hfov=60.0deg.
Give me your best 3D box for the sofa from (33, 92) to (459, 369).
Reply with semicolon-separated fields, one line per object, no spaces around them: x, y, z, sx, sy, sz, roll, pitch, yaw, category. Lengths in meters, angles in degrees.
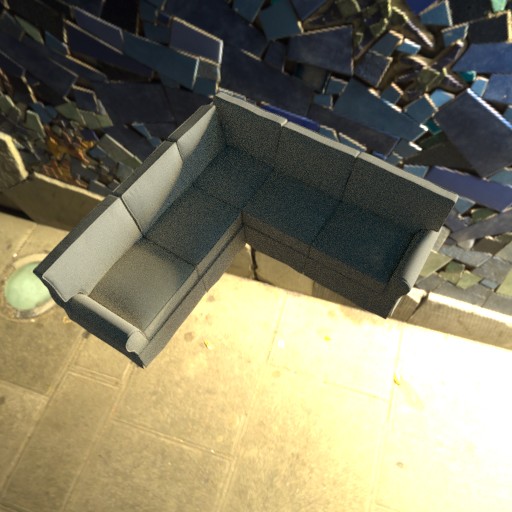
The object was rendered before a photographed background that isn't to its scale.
0.000;0.000;3.962;2.597;1.070;2.591;28;62;16;sofa
